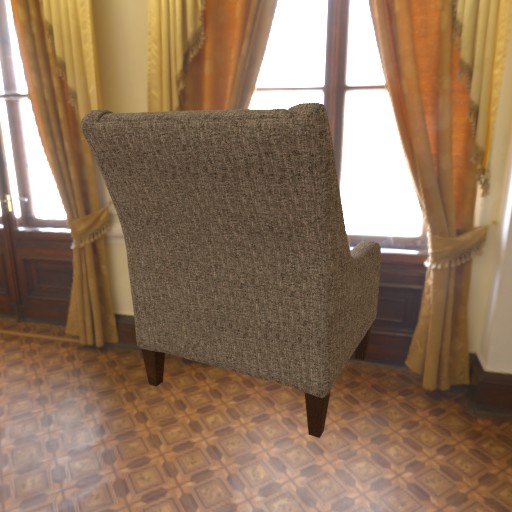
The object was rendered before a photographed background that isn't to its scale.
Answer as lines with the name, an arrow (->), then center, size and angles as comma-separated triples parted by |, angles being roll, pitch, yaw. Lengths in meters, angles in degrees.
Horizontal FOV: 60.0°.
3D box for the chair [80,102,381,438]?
chair -> 0.000, 0.000, 1.646 | 0.774, 1.014, 0.870 | 8, 17, 26
